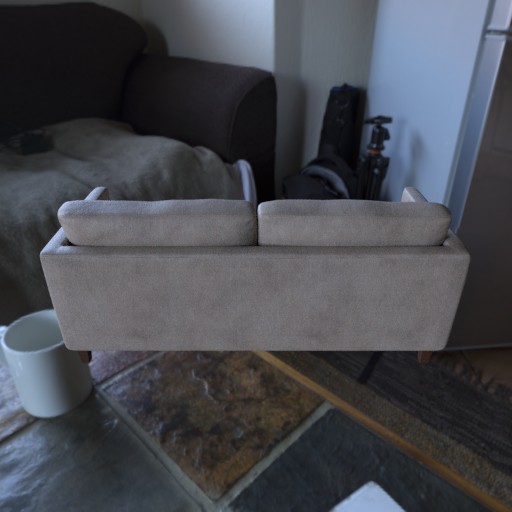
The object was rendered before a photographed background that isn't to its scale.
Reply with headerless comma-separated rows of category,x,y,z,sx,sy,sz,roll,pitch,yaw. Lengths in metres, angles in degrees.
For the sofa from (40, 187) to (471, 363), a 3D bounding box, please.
sofa,0.000,0.000,2.755,2.208,0.965,0.951,0,30,0
